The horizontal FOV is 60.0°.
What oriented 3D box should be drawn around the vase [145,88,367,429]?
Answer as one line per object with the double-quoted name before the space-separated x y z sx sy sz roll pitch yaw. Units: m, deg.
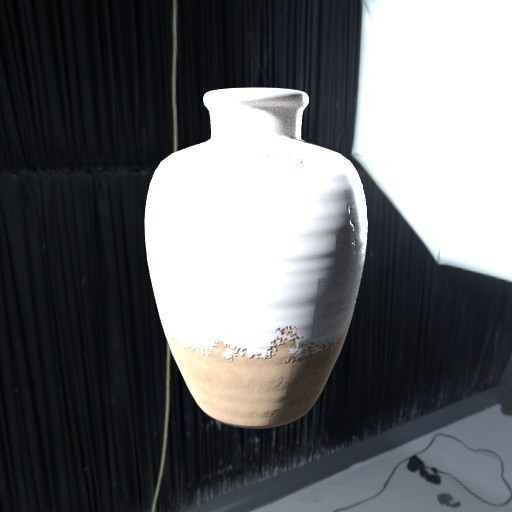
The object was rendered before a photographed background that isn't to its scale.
"vase" 0.000 0.000 0.330 0.158 0.228 0.158 0 14 0
